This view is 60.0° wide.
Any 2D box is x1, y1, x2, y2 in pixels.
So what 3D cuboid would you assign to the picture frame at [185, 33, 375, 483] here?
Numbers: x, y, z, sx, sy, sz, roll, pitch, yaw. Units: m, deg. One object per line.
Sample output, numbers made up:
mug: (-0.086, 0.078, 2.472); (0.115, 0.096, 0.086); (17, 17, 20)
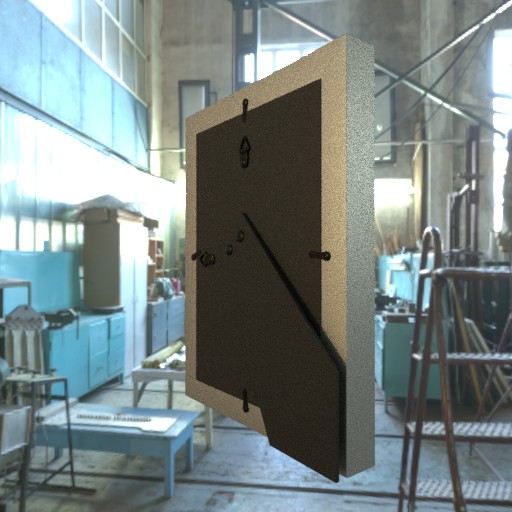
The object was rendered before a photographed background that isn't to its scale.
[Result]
picture frame: (0.000, 0.000, 0.273); (0.028, 0.208, 0.157); (0, 0, -37)
